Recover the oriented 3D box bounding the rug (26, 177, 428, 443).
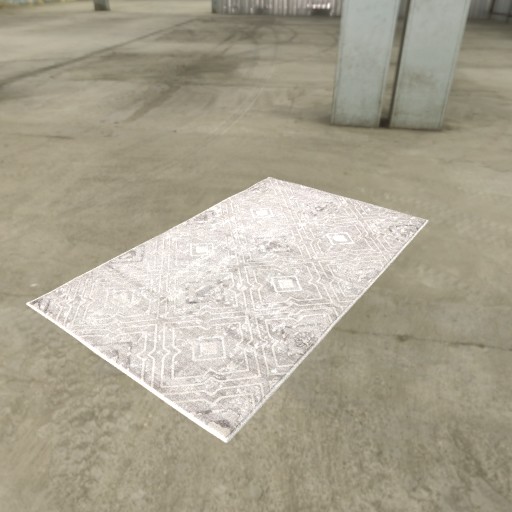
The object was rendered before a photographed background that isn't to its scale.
[{"bbox_3d":[0.000,0.000,3.019,1.537,0.036,2.447,22,38,31],"label":"rug"}]
